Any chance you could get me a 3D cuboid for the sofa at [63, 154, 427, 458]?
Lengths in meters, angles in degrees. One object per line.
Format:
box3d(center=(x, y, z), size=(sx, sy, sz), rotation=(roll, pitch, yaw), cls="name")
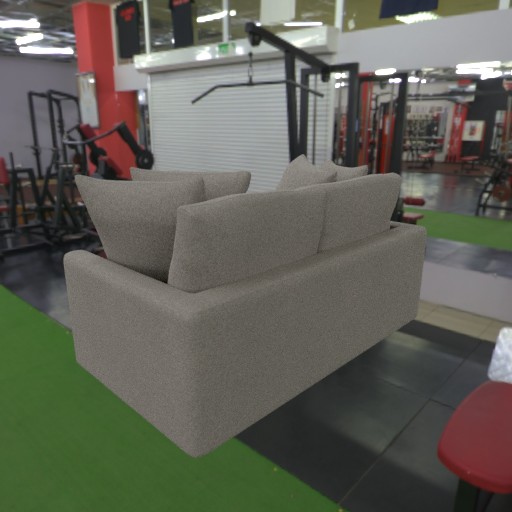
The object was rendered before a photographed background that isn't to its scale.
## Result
box3d(center=(0.000, 0.000, 2.581), size=(1.228, 1.080, 1.869), rotation=(16, 23, 42), cls="sofa")
